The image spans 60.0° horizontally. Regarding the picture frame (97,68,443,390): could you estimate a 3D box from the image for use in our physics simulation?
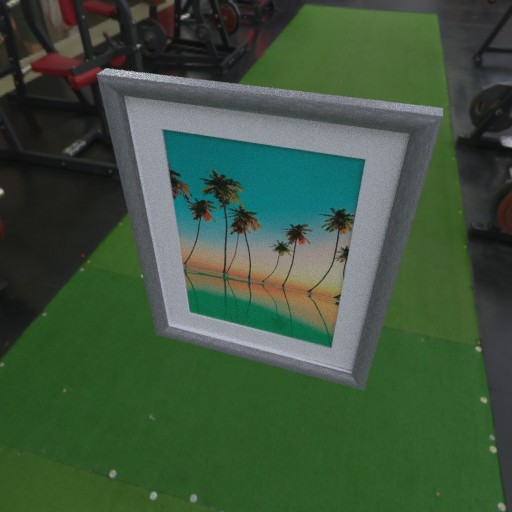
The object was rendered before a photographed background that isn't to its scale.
[{"bbox_3d":[0.000,0.000,0.747,0.454,0.559,0.029,12,42,13],"label":"picture frame"}]
